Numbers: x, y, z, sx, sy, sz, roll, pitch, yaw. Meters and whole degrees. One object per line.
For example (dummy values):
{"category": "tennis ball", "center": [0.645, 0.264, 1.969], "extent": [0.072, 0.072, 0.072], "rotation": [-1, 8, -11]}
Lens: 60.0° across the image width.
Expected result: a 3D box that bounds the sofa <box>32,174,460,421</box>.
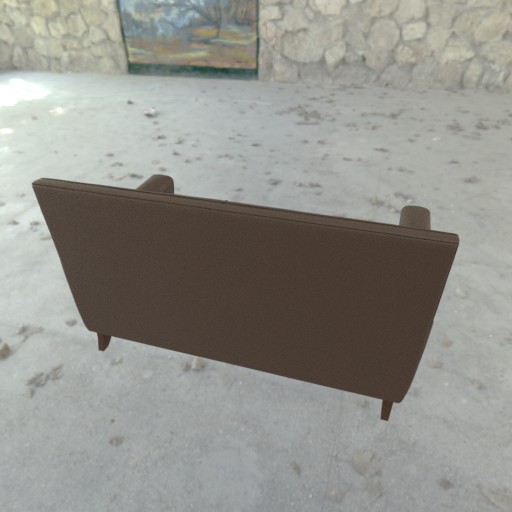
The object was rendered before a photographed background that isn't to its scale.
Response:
{"category": "sofa", "center": [0.000, 0.000, 1.997], "extent": [1.468, 0.859, 0.853], "rotation": [9, 33, 15]}
